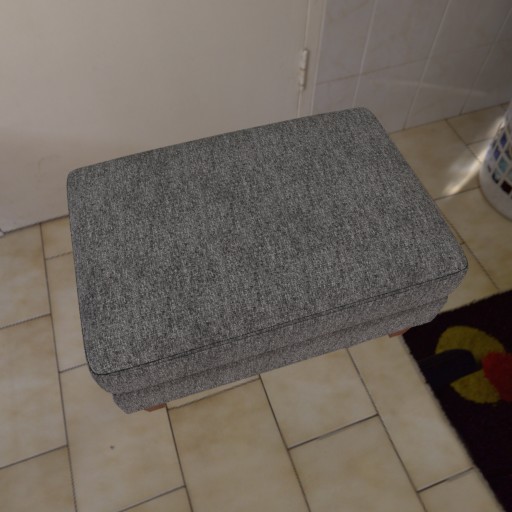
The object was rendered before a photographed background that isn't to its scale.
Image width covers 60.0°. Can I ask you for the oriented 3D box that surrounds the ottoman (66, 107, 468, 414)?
[{"bbox_3d":[0.000,0.000,1.201,0.864,0.483,0.584,-15,60,-9],"label":"ottoman"}]
